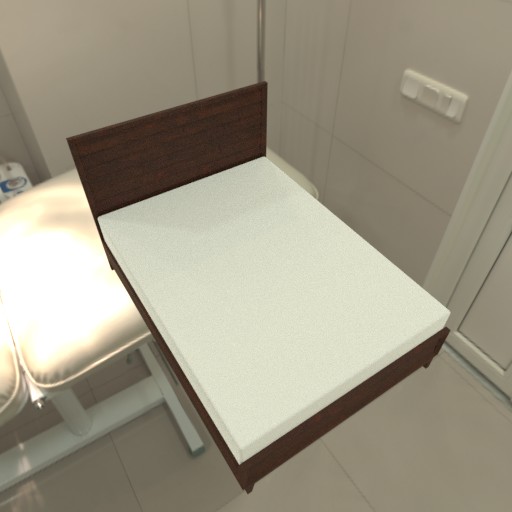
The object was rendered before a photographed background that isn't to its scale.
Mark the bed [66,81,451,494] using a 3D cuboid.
[{"bbox_3d":[0.000,0.000,3.073,1.600,1.270,2.184,-25,51,-23],"label":"bed"}]
